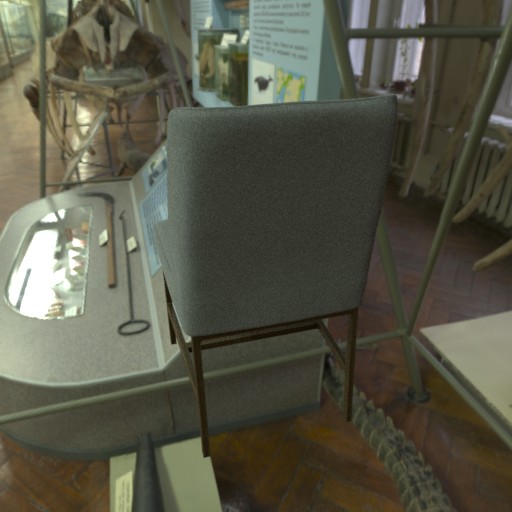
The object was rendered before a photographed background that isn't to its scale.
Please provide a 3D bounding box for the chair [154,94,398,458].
[{"bbox_3d":[0.000,0.000,1.213,0.508,0.889,0.587,-8,29,-15],"label":"chair"}]
